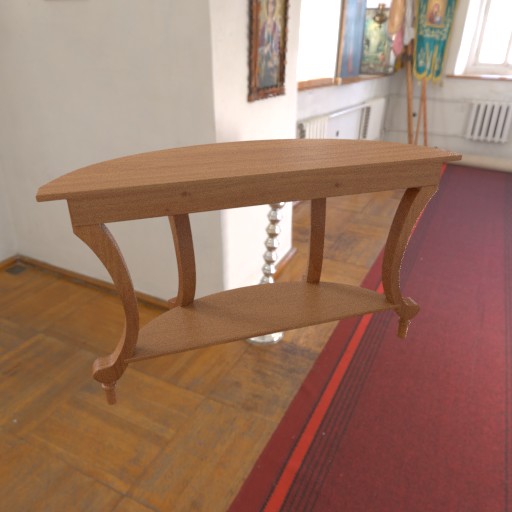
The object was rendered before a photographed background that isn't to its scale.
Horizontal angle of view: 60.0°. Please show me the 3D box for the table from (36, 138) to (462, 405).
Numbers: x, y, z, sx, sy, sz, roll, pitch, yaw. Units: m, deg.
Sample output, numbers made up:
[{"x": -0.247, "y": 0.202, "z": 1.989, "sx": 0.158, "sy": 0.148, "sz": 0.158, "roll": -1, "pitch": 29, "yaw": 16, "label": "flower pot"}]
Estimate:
[{"x": 0.000, "y": 0.000, "z": 1.509, "sx": 1.198, "sy": 0.692, "sz": 0.394, "roll": -8, "pitch": 28, "yaw": -16, "label": "table"}]
